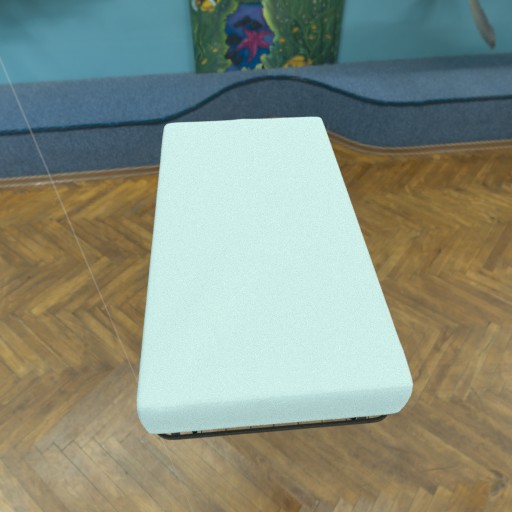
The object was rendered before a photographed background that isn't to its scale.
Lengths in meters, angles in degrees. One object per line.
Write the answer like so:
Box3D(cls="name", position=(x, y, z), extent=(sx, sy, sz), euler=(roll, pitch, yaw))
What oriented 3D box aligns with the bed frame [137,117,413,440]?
Box3D(cls="bed frame", position=(0.000, 0.000, 2.403), extent=(1.025, 0.640, 1.908), euler=(-4, 48, -3))
